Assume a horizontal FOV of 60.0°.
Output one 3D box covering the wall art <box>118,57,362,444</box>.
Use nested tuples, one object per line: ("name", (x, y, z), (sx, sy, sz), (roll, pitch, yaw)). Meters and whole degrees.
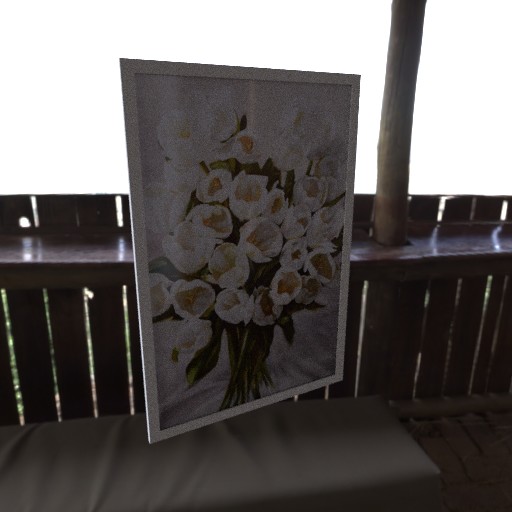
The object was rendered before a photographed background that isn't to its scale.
("wall art", (0.000, 0.000, 1.223), (0.660, 0.965, 0.015), (-9, 18, -27))
